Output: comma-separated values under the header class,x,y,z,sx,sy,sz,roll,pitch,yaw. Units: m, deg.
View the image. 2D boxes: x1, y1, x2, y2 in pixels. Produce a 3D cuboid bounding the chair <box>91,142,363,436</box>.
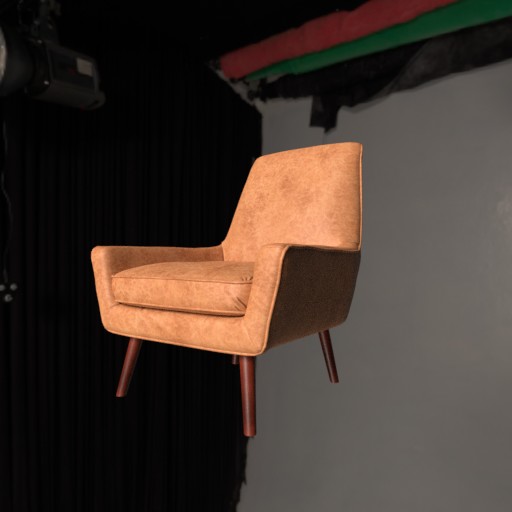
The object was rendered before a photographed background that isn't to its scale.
class,x,y,z,sx,sy,sz,roll,pitch,yaw
chair,0.000,0.000,1.553,0.753,0.883,0.851,0,0,36
